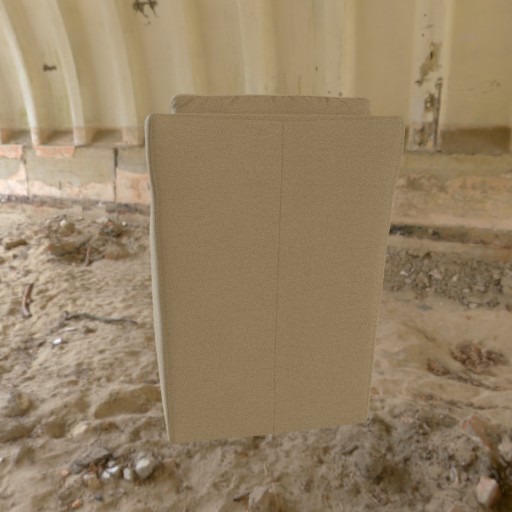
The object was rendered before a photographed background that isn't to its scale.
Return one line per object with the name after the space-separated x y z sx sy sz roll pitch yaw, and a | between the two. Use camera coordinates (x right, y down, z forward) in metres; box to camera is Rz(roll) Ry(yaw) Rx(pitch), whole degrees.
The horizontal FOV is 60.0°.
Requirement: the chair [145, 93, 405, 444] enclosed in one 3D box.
0.000 0.000 1.387 0.626 0.914 0.694 -3 15 -10 | chair
